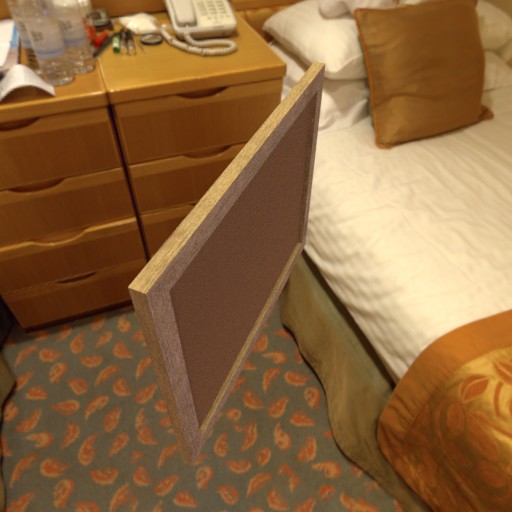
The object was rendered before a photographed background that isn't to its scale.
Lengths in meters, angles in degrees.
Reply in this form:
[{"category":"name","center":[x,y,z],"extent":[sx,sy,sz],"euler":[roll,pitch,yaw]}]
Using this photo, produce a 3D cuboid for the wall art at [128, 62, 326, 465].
[{"category":"wall art","center":[0.000,0.000,0.916],"extent":[0.026,0.535,0.690],"euler":[17,48,16]}]
